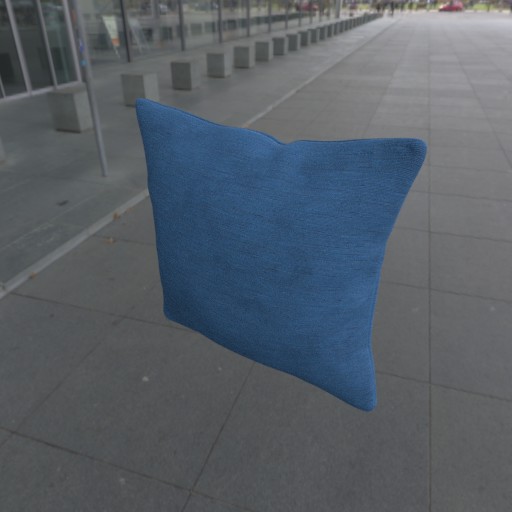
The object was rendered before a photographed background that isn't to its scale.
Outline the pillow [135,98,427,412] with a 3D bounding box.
[{"bbox_3d":[0.000,0.000,0.673,0.437,0.420,0.177,18,35,29],"label":"pillow"}]
